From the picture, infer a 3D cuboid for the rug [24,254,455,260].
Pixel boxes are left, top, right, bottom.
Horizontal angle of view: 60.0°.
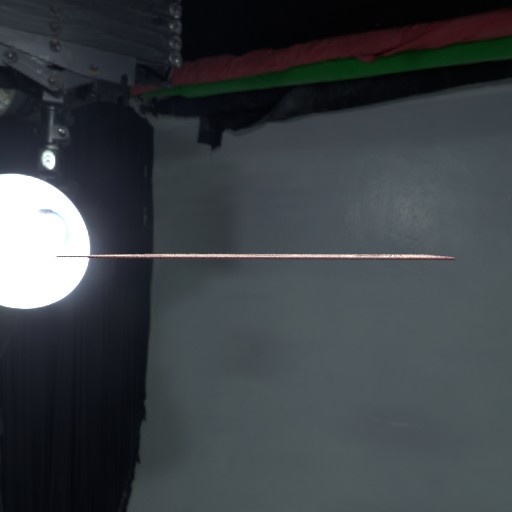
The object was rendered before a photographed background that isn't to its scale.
[{"bbox_3d":[0.000,0.000,2.905,2.210,0.011,1.599,0,1,17],"label":"rug"}]
